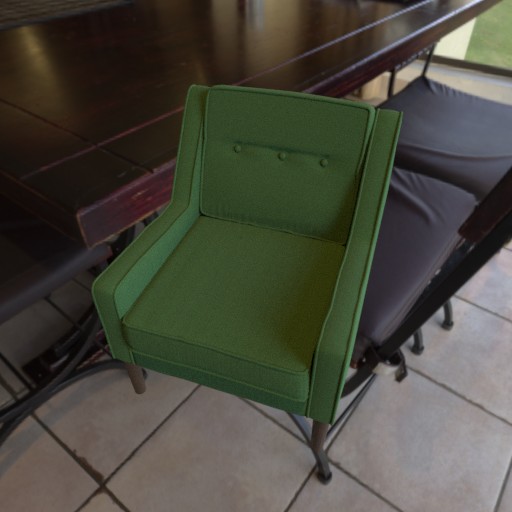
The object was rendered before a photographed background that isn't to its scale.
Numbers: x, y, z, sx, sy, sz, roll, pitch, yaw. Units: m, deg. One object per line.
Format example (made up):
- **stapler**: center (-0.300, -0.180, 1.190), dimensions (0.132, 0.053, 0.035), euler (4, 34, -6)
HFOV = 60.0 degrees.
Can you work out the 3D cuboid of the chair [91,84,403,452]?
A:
- **chair**: center (0.000, 0.000, 1.324), dimensions (0.663, 0.792, 0.743), euler (13, 42, 14)
